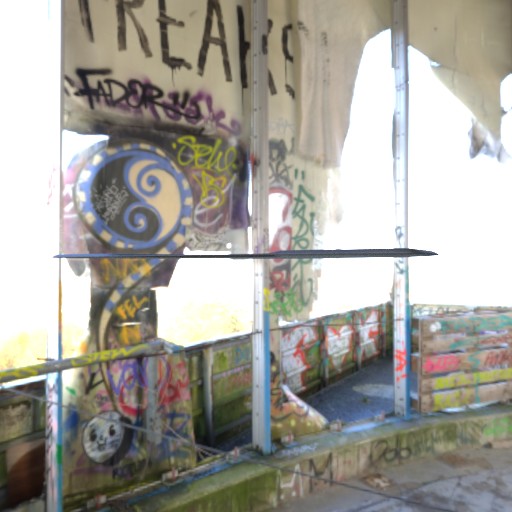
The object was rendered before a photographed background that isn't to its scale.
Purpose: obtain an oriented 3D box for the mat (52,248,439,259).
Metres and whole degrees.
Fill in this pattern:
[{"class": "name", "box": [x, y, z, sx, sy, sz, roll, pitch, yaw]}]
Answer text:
[{"class": "mat", "box": [0.000, 0.000, 1.834, 1.525, 0.016, 0.917, -1, -1, 34]}]
